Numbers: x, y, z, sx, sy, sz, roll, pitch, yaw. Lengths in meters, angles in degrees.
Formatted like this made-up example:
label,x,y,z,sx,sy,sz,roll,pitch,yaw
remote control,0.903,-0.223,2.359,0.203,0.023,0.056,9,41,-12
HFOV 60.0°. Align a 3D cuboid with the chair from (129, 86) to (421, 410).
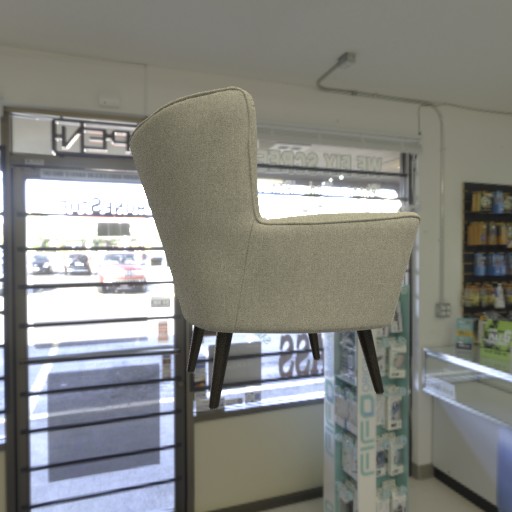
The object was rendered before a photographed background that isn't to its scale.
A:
label,x,y,z,sx,sy,sz,roll,pitch,yaw
chair,0.000,0.000,1.620,0.888,0.933,0.781,0,1,-18
